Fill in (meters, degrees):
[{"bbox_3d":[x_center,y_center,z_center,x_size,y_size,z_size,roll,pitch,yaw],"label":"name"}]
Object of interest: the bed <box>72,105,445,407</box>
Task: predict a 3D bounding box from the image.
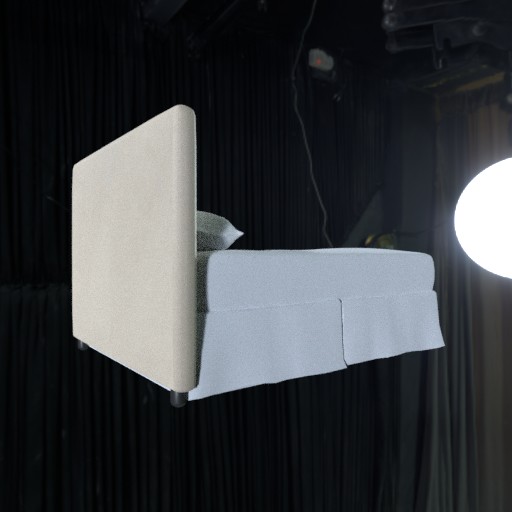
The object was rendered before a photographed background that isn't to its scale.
[{"bbox_3d":[0.000,0.000,3.184,2.142,1.330,1.723,0,0,-37],"label":"bed"}]
